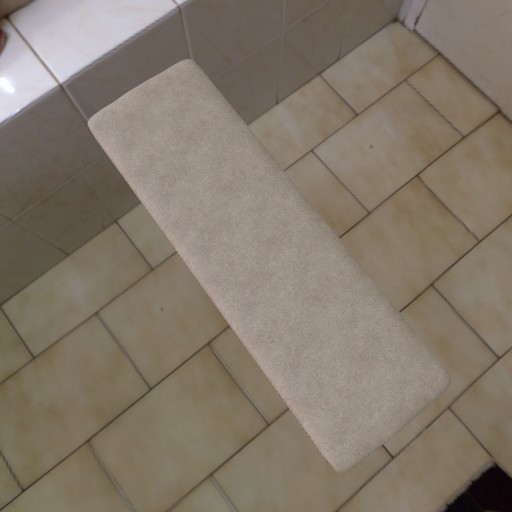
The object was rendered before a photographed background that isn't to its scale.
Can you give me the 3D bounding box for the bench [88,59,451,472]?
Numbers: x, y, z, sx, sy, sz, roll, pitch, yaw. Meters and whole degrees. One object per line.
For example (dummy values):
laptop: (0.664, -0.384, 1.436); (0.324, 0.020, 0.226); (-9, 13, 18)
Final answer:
bench: (0.000, 0.000, 1.679); (0.470, 0.447, 1.482); (-36, 78, -8)
